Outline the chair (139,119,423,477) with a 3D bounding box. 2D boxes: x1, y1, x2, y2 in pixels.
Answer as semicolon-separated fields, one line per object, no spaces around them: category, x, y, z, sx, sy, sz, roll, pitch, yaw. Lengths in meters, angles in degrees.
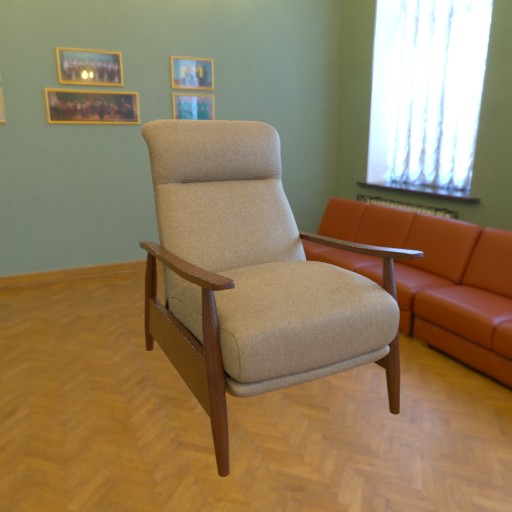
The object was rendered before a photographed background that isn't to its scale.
chair;0.000;0.000;1.793;0.762;1.082;1.030;-7;17;-26
